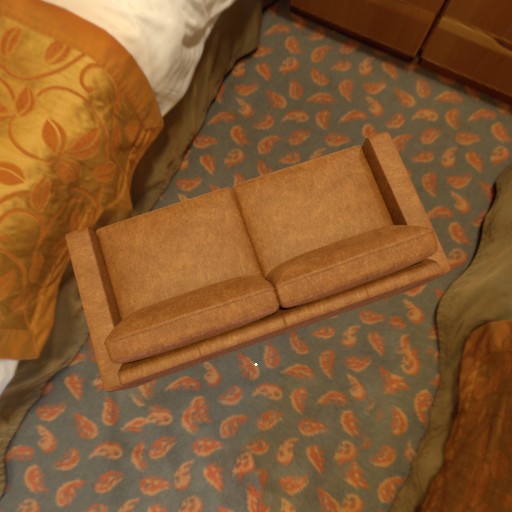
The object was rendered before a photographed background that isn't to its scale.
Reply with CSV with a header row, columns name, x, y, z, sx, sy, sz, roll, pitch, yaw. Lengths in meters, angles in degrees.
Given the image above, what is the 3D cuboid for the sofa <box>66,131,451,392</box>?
name,x,y,z,sx,sy,sz,roll,pitch,yaw
sofa,0.000,0.000,2.757,2.156,0.928,0.991,-19,77,-4
